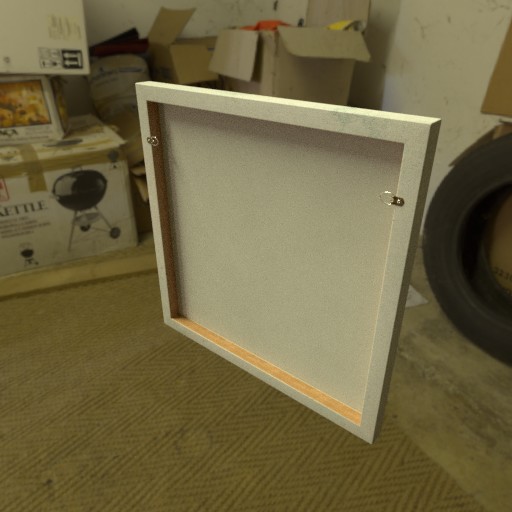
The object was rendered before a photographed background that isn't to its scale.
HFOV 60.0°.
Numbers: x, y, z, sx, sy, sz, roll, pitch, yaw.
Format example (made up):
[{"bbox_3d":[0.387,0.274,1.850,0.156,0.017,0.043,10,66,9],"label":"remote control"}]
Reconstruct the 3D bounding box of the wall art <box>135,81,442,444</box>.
[{"bbox_3d":[0.000,0.000,0.896,0.612,0.612,0.040,21,35,34],"label":"wall art"}]
